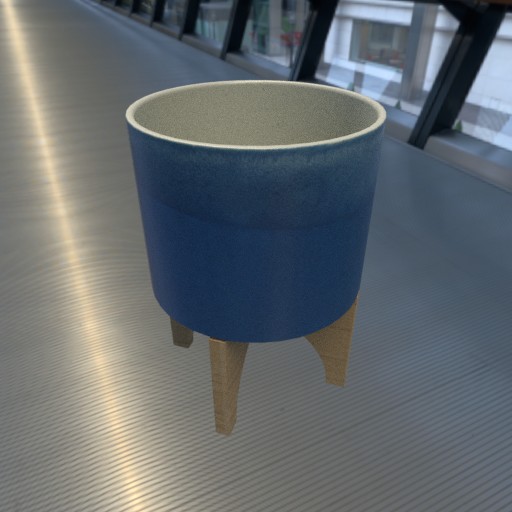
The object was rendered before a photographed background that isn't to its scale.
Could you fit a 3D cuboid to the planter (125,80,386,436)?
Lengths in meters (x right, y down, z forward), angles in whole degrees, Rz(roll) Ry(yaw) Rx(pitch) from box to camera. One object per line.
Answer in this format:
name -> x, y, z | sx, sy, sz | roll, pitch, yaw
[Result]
planter -> 0.000, 0.000, 0.554 | 0.261, 0.367, 0.261 | 0, 33, 0
